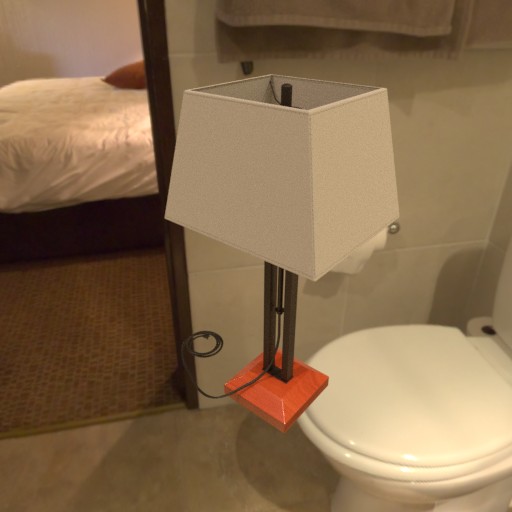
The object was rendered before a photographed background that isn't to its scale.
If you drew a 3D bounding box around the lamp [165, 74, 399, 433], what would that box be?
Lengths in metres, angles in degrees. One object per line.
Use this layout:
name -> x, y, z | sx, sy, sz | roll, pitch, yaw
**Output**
lamp -> 0.000, 0.000, 0.985 | 0.498, 0.737, 0.310 | 23, 37, 34
